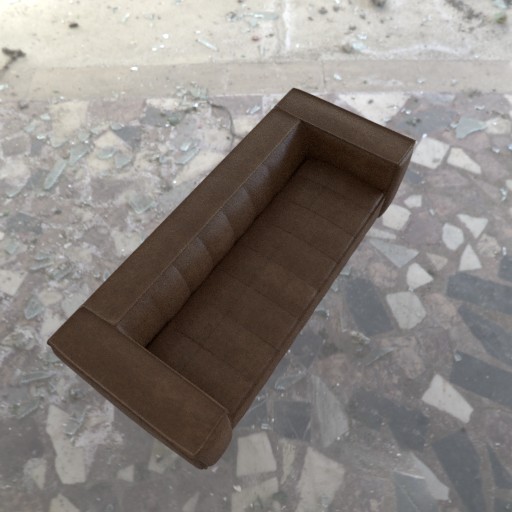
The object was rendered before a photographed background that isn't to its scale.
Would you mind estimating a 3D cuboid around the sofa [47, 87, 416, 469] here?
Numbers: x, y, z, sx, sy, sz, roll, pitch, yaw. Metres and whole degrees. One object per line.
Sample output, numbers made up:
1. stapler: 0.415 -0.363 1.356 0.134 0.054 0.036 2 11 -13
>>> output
1. sofa: 0.000 0.000 3.067 1.102 0.701 2.581 31 64 17
